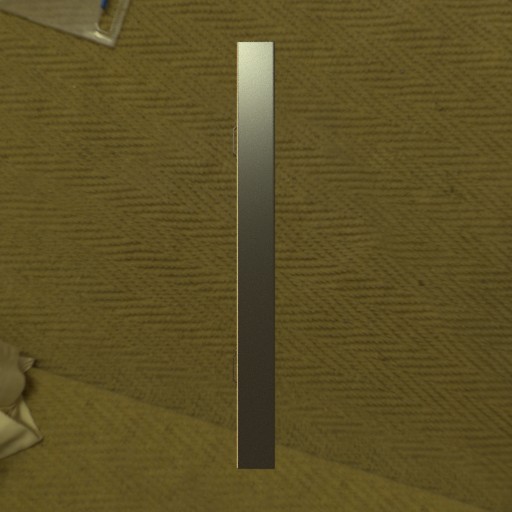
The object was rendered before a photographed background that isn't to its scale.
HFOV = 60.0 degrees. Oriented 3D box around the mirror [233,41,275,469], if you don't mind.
[{"bbox_3d":[0.000,0.000,0.674,0.041,0.509,0.406,0,90,0],"label":"mirror"}]
